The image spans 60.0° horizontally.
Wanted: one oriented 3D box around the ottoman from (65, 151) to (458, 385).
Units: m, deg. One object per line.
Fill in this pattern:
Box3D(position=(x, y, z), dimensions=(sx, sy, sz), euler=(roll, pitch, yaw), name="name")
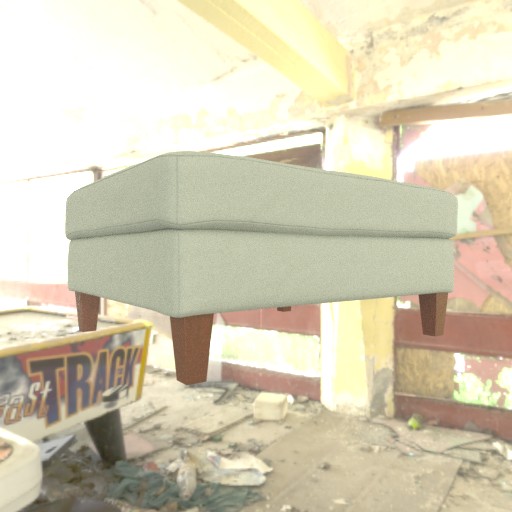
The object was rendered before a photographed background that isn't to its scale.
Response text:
Box3D(position=(0.000, 0.000, 1.424), dimensions=(0.991, 0.494, 0.842), euler=(0, 0, -37), name="ottoman")
